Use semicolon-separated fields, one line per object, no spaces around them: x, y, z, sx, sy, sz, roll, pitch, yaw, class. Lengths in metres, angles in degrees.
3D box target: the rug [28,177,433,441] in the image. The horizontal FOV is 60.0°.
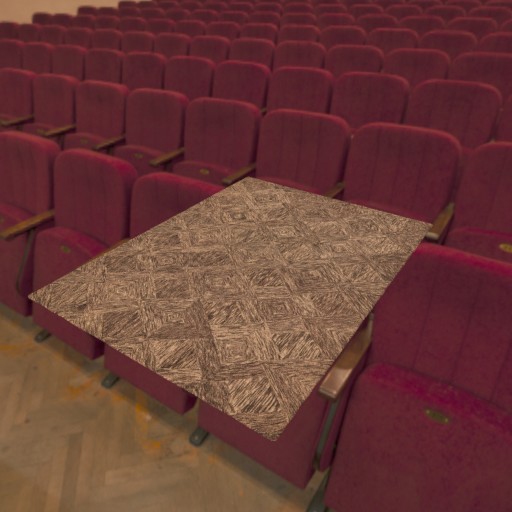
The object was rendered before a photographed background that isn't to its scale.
0.000;0.000;4.232;2.448;0.017;3.204;20;37;29;rug
